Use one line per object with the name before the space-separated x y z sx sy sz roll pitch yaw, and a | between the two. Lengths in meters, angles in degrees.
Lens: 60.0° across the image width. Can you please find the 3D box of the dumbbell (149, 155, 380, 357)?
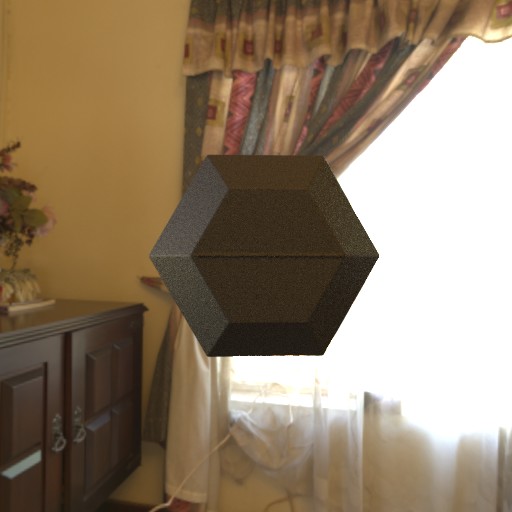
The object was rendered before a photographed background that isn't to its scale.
dumbbell | 0.000 0.000 0.350 0.116 0.101 0.297 0 0 -2
